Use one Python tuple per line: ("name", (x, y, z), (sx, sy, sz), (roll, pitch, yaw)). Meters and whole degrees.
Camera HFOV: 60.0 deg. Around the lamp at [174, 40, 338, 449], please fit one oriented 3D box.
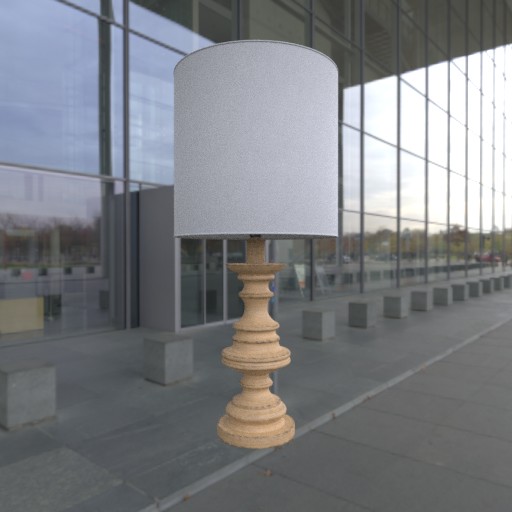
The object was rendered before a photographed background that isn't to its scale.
("lamp", (0.000, 0.000, 0.571), (0.208, 0.455, 0.208), (0, 0, -34))
